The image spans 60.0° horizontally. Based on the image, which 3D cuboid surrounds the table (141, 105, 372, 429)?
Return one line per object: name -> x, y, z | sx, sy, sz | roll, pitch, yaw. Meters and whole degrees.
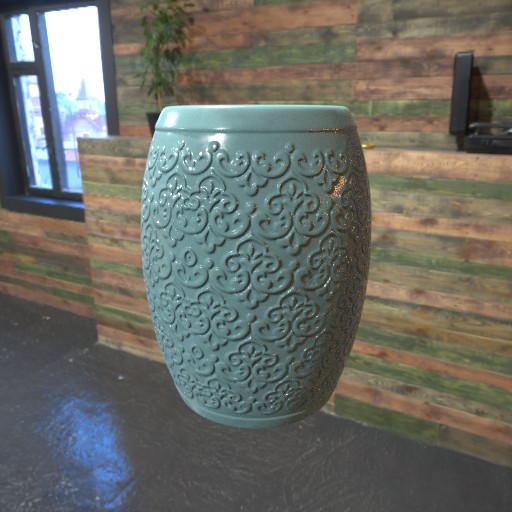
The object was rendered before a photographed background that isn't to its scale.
table -> 0.000, 0.000, 0.620 | 0.309, 0.397, 0.309 | 0, 18, 0
